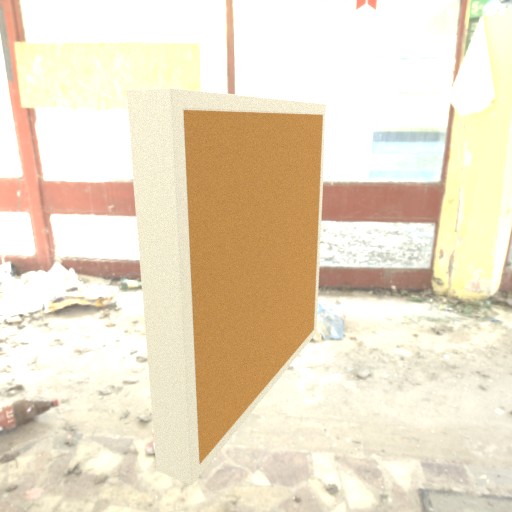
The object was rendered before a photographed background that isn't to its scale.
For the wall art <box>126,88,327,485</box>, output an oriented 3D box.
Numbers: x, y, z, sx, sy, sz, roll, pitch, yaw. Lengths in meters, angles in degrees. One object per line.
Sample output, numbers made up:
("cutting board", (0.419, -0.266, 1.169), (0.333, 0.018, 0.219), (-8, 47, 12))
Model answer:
("wall art", (0.000, 0.000, 0.456), (0.037, 0.305, 0.305), (8, 19, 26))
